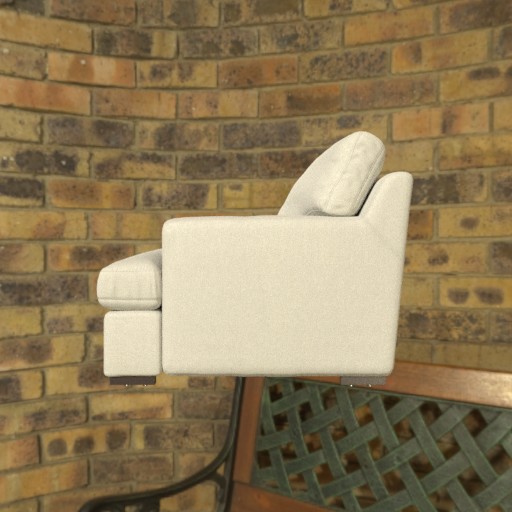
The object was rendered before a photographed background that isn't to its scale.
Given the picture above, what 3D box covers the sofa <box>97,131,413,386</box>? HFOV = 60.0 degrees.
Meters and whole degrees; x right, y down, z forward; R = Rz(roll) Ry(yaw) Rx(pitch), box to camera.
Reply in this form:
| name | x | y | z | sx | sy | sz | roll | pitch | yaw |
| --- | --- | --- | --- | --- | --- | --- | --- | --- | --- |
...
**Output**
| name | x | y | z | sx | sy | sz | roll | pitch | yaw |
| --- | --- | --- | --- | --- | --- | --- | --- | --- | --- |
| sofa | 0.000 | 0.000 | 2.473 | 1.143 | 0.940 | 1.880 | 0 | 0 | 0 |
